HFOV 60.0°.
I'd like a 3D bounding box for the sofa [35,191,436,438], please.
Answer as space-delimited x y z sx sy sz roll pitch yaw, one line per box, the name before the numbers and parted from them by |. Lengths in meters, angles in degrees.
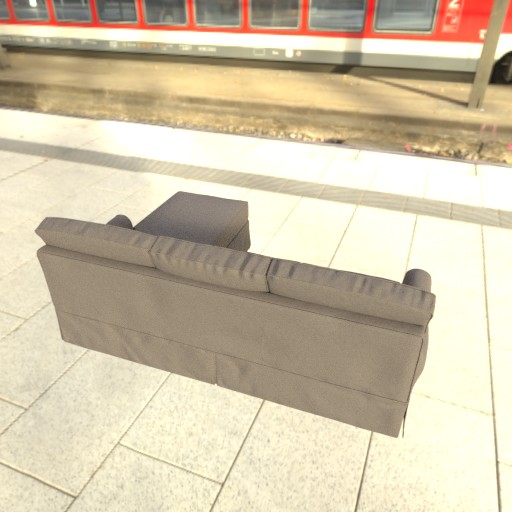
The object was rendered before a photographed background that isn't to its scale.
sofa | 0.000 0.000 3.318 2.475 0.978 1.733 11 34 17
